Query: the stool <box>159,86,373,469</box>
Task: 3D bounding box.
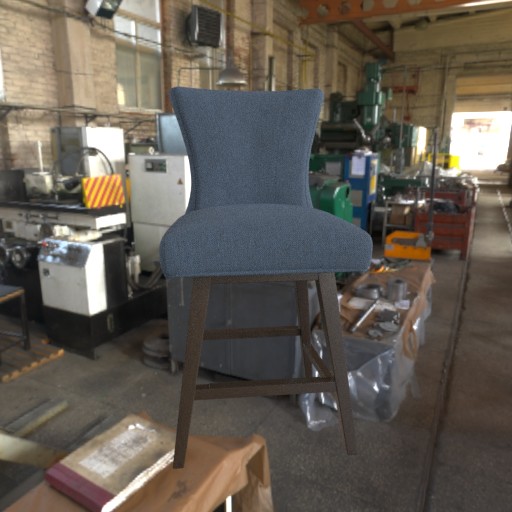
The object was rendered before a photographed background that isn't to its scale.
[{"bbox_3d":[0.000,0.000,1.321,0.514,1.000,0.574,-2,14,-6],"label":"stool"}]
